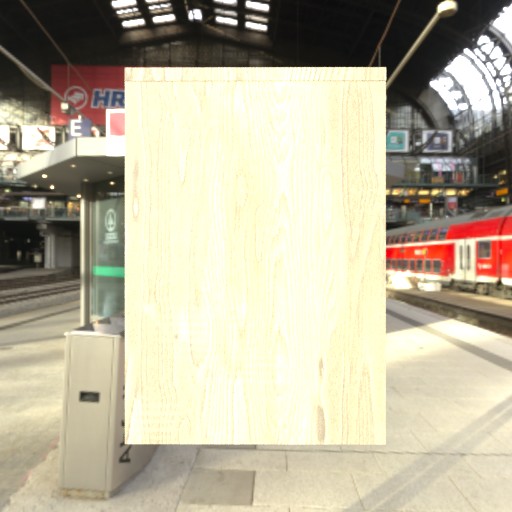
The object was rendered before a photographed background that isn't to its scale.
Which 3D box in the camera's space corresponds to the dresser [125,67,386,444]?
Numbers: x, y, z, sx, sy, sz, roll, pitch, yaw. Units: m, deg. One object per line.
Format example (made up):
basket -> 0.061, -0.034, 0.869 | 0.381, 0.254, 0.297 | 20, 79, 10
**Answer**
dresser -> 0.000, 0.000, 1.301 | 0.529, 0.762, 0.809 | 0, 0, 0
